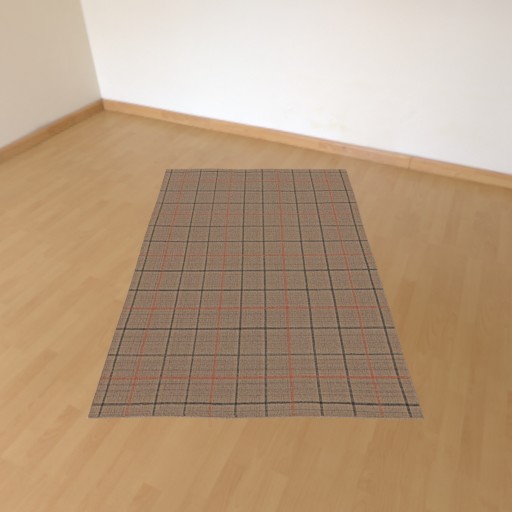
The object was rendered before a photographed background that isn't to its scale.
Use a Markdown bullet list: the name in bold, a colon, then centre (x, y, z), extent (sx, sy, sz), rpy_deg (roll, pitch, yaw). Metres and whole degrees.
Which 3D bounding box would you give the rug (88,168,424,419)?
- **rug**: centre (0.000, 0.000, 2.306), extent (1.220, 0.013, 1.829), rpy_deg (0, 40, 0)
